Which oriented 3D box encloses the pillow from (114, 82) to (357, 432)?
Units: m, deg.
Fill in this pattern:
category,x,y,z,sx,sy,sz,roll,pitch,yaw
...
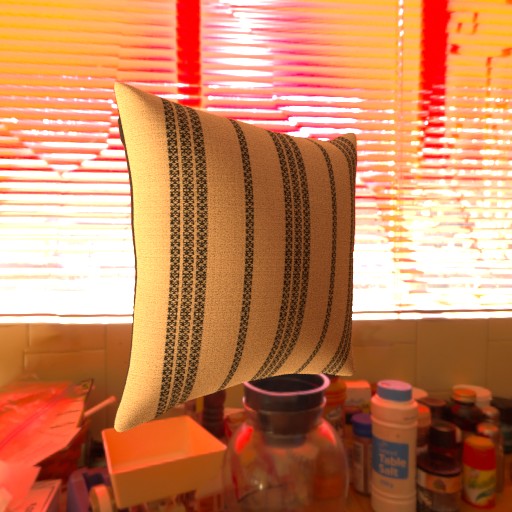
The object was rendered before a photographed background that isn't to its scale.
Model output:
category,x,y,z,sx,sy,sz,roll,pitch,yaw
pillow,0.000,0.000,0.627,0.405,0.406,0.173,-1,2,-36
